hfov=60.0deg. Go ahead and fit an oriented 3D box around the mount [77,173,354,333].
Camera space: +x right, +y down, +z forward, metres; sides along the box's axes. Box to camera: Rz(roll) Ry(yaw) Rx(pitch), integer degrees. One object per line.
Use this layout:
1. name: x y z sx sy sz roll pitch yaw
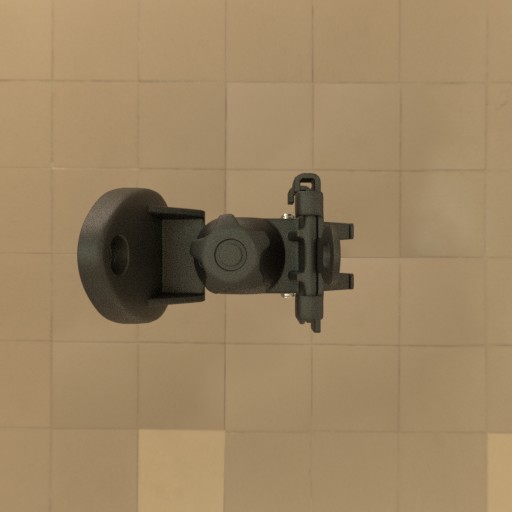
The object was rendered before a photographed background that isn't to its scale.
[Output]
1. mount: 0.000 0.000 0.178 0.100 0.118 0.066 0 90 0
